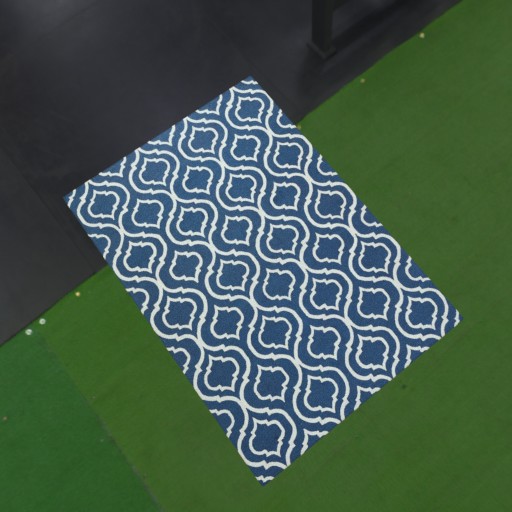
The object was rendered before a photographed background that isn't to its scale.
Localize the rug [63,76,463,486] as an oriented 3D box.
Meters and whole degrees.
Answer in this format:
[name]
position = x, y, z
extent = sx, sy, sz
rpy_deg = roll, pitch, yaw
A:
[rug]
position = 0.000, 0.000, 2.766
extent = 1.524, 0.010, 2.134
rpy_deg = -36, 78, -9
